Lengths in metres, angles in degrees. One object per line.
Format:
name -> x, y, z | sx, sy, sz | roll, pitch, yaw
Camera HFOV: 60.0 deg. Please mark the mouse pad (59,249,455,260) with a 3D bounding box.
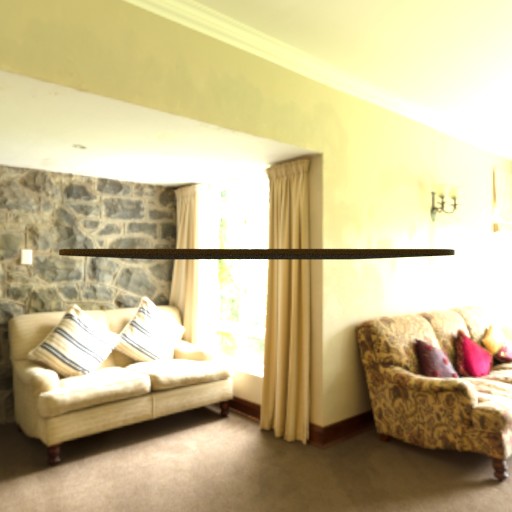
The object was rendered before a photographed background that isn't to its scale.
mouse pad -> 0.000, 0.000, 0.327 | 0.203, 0.003, 0.229 | 0, -1, 0
